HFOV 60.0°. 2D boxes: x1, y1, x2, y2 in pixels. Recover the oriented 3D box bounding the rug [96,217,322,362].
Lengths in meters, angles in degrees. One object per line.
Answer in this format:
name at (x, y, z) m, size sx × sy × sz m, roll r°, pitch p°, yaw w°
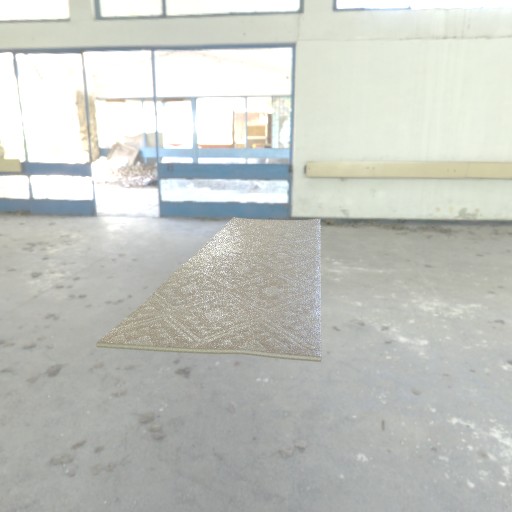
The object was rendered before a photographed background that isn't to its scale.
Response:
rug at (0.000, 0.000, 2.602) m, size 0.752 × 0.051 × 2.452 m, roll 2°, pitch 15°, yaw 8°
